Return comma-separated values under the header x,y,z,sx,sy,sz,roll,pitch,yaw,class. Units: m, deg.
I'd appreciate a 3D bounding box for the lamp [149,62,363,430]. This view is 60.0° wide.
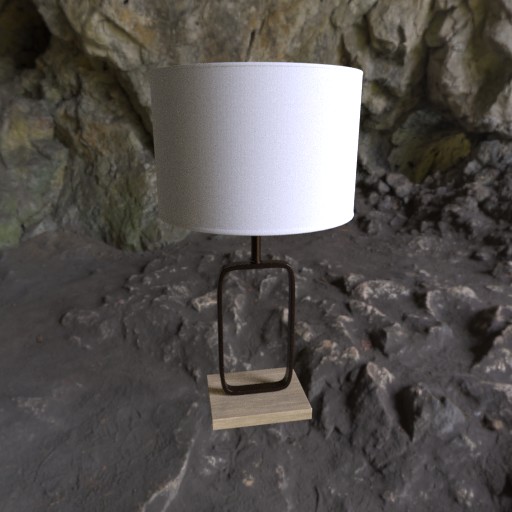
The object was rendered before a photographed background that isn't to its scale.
x,y,z,sx,sy,sz,roll,pitch,yaw,class
0.000,0.000,0.668,0.279,0.508,0.279,-3,18,-9,lamp
